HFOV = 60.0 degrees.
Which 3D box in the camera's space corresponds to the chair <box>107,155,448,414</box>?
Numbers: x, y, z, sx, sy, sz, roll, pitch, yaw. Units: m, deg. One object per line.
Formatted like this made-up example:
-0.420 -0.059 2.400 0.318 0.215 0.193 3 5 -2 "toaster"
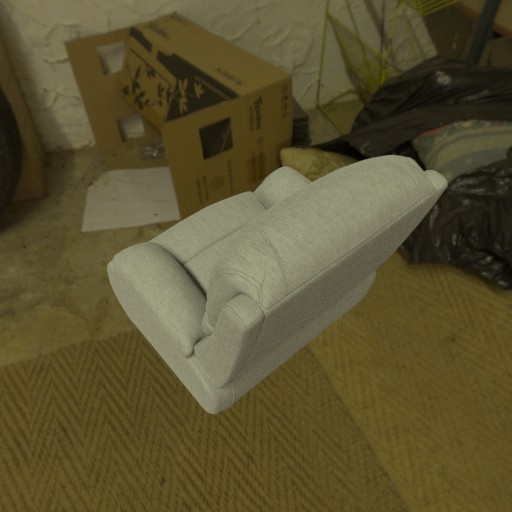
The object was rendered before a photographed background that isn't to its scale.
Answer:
0.000 0.000 1.731 0.930 1.011 0.899 -32 54 -27 "chair"
